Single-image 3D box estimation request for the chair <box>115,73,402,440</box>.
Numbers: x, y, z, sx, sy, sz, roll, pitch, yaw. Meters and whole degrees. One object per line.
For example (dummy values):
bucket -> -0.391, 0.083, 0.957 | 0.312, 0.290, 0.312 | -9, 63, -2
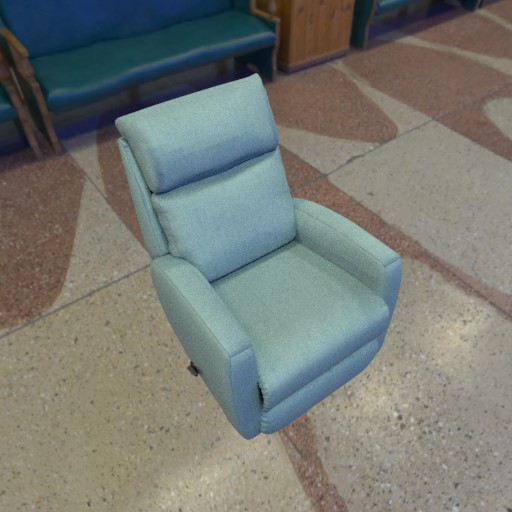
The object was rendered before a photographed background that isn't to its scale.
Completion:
chair -> 0.000, 0.000, 1.724 | 0.812, 1.013, 0.940 | -27, 52, -23
